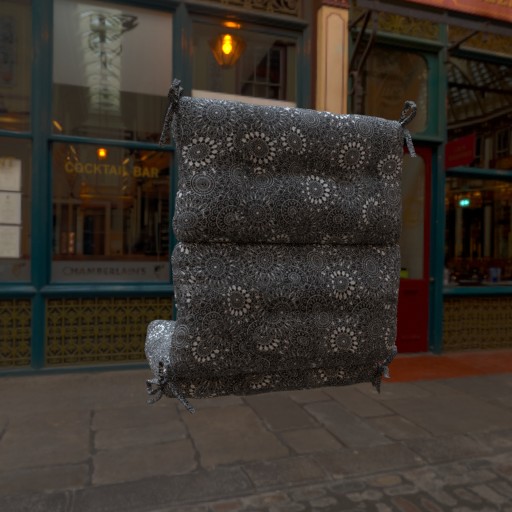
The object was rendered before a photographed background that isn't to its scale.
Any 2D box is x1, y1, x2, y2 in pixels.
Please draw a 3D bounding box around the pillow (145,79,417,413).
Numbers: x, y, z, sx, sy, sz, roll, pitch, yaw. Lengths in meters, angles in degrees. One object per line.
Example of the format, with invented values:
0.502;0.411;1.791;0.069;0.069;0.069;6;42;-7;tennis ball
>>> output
0.000;0.000;1.044;0.519;0.605;0.571;0;0;-18;pillow
